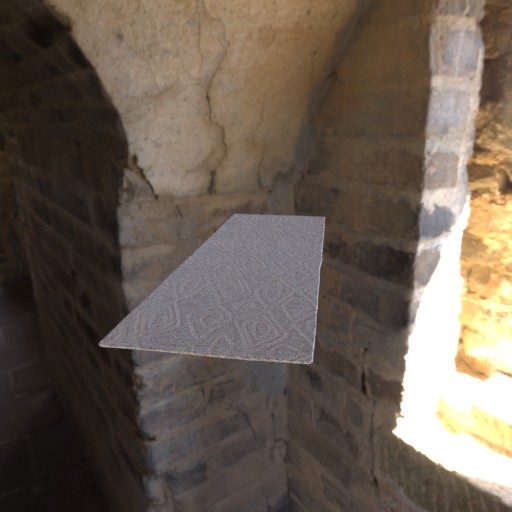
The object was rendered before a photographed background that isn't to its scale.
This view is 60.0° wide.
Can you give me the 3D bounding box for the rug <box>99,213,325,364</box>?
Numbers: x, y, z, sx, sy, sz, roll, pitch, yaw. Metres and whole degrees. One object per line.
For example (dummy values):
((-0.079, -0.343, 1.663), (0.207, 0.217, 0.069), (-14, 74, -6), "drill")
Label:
((0.000, 0.000, 2.735), (0.807, 0.013, 2.436), (3, 17, 9), "rug")
